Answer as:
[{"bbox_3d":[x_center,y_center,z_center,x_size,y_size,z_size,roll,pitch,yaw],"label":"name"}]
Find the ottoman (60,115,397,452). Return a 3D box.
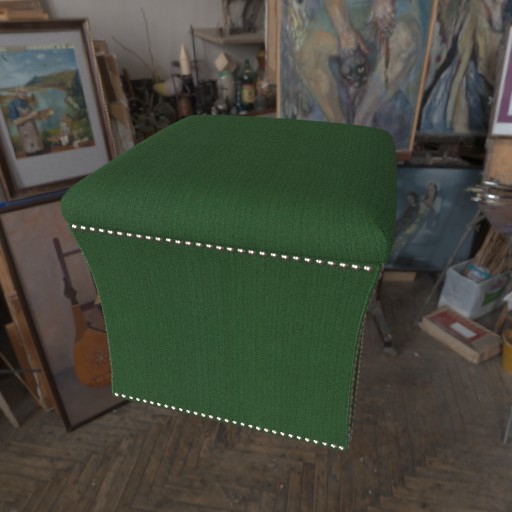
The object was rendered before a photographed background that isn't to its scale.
[{"bbox_3d":[0.000,0.000,0.901,0.497,0.475,0.507,8,32,13],"label":"ottoman"}]
